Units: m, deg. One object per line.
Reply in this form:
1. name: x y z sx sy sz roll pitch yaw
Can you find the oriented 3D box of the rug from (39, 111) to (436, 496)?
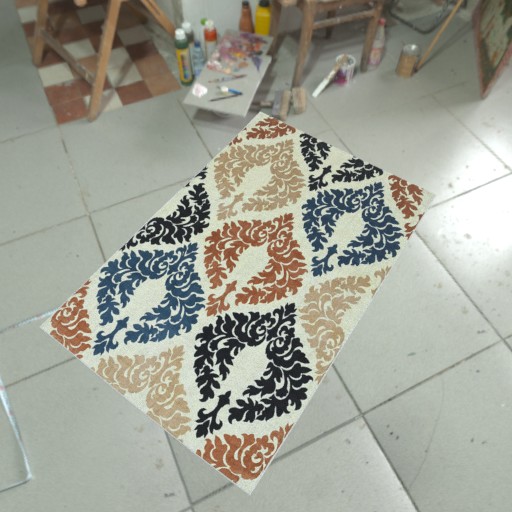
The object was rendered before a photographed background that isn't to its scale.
1. rug: 0.000 0.000 2.844 1.514 0.014 2.275 31 63 18
